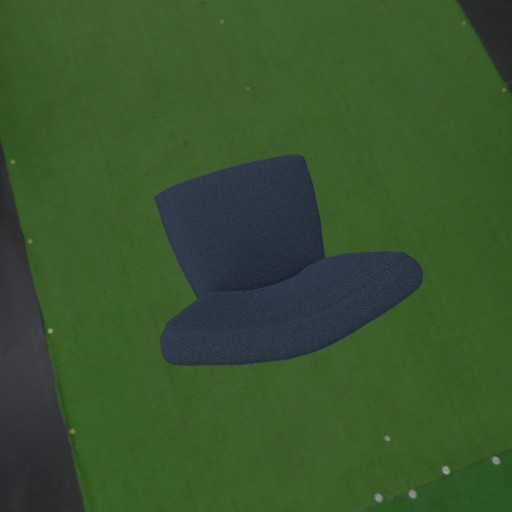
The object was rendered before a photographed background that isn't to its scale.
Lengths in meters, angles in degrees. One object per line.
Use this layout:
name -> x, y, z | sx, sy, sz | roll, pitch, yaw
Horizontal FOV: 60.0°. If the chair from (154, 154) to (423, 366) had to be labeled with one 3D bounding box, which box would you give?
chair -> 0.000, 0.000, 1.351 | 0.520, 0.991, 0.660 | -16, 75, -4
